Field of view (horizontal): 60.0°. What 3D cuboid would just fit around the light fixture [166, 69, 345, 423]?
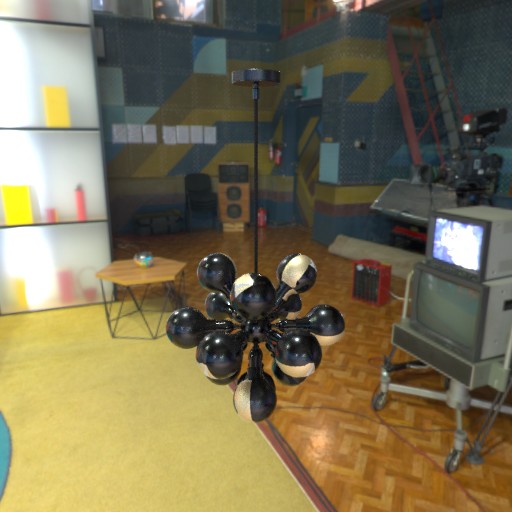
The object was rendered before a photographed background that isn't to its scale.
[{"bbox_3d":[0.000,0.000,1.114,0.420,0.859,0.468,7,16,27],"label":"light fixture"}]
